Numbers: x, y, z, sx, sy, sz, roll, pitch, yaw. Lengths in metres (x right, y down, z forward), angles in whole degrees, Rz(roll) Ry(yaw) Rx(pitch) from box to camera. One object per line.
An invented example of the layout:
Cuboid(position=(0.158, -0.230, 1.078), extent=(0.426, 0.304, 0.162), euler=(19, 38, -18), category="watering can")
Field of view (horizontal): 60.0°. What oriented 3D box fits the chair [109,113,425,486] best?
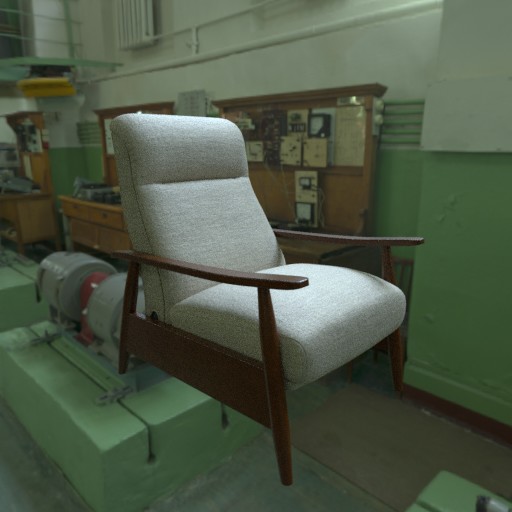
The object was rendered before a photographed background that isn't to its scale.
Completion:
Cuboid(position=(0.000, 0.000, 1.730), extent=(1.014, 1.082, 0.762), euler=(13, 19, 42), category="chair")
